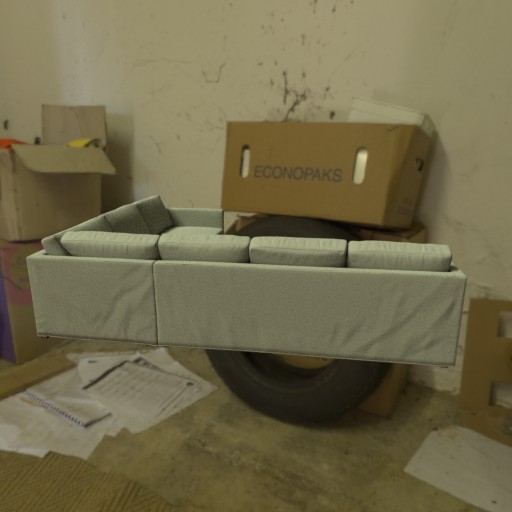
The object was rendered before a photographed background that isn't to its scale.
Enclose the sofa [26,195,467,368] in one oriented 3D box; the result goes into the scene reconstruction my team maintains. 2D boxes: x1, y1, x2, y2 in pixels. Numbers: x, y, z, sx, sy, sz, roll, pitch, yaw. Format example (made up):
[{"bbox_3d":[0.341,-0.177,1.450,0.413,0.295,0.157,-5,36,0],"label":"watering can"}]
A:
[{"bbox_3d":[0.000,0.000,4.333,3.182,0.871,2.432,2,16,8],"label":"sofa"}]
